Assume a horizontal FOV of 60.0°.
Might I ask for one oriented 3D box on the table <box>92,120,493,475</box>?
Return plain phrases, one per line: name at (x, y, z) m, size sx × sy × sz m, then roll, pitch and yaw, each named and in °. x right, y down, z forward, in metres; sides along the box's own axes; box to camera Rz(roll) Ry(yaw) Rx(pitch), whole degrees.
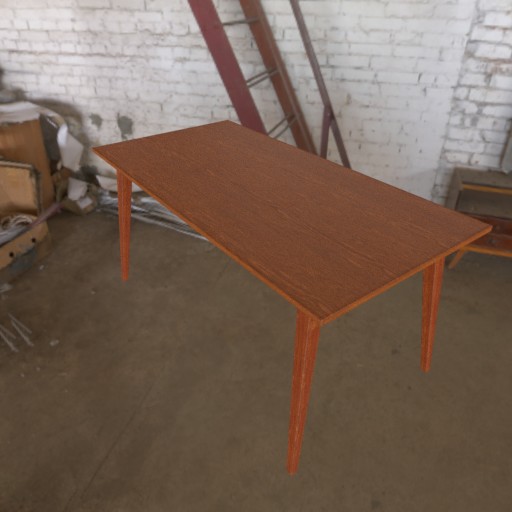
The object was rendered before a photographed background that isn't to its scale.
table at (0.000, 0.000, 2.048) m, size 0.811 × 0.755 × 1.609 m, roll -22°, pitch 39°, yaw -31°
